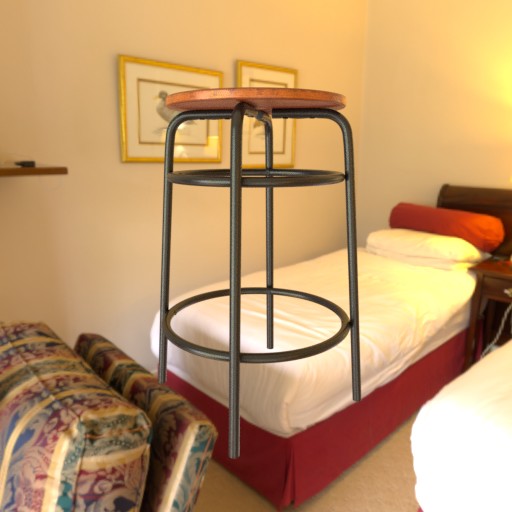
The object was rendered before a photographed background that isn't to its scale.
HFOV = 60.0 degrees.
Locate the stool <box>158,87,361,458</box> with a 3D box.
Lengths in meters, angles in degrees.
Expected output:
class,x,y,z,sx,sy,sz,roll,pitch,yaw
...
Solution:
class,x,y,z,sx,sy,sz,roll,pitch,yaw
stool,0.000,0.000,0.909,0.455,0.610,0.455,2,14,10
